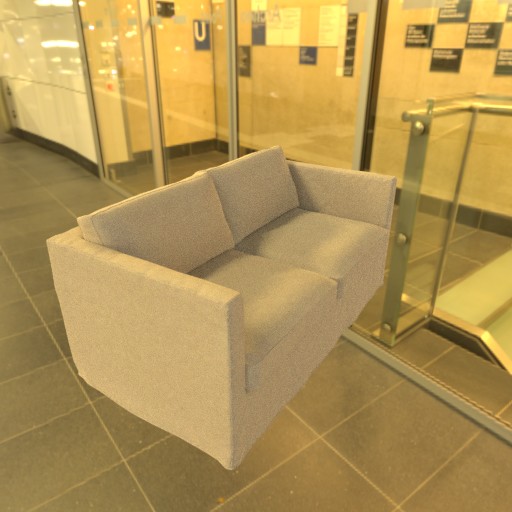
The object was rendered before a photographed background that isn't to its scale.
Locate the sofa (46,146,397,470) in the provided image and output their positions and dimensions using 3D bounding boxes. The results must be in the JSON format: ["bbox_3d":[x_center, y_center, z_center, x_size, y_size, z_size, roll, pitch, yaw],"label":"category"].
[{"bbox_3d":[0.000,0.000,2.316,0.962,0.835,1.719,16,30,29],"label":"sofa"}]
